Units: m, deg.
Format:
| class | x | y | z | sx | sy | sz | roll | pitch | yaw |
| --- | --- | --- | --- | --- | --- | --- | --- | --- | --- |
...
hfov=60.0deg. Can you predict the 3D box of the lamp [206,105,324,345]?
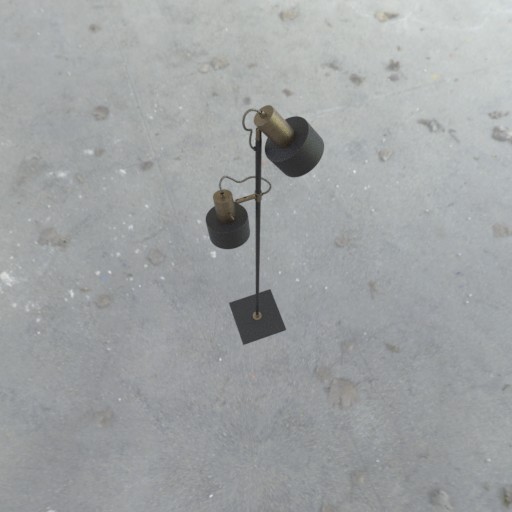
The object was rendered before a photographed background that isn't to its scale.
| class | x | y | z | sx | sy | sz | roll | pitch | yaw |
| --- | --- | --- | --- | --- | --- | --- | --- | --- | --- |
| lamp | 0.000 | 0.000 | 1.637 | 0.315 | 1.505 | 0.233 | -18 | 66 | -8 |
